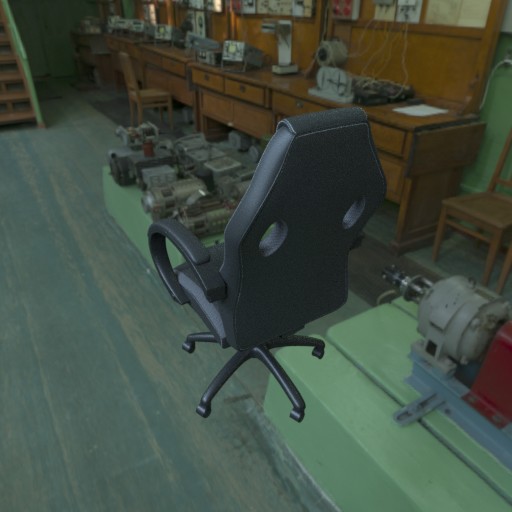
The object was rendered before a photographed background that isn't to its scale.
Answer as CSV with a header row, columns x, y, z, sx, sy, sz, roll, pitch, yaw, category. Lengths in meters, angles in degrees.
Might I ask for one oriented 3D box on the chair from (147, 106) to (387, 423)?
x,y,z,sx,sy,sz,roll,pitch,yaw,category
0.000,0.000,1.676,0.673,1.187,0.724,-19,36,-28,chair
